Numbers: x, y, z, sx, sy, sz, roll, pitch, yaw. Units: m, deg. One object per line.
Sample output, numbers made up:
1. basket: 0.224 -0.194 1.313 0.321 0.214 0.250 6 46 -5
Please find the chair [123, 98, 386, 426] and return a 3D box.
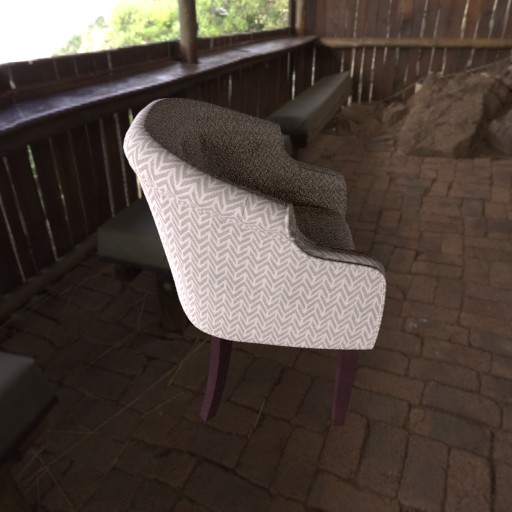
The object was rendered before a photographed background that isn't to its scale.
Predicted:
1. chair: 0.000 0.000 1.311 0.613 0.858 0.686 0 31 0
